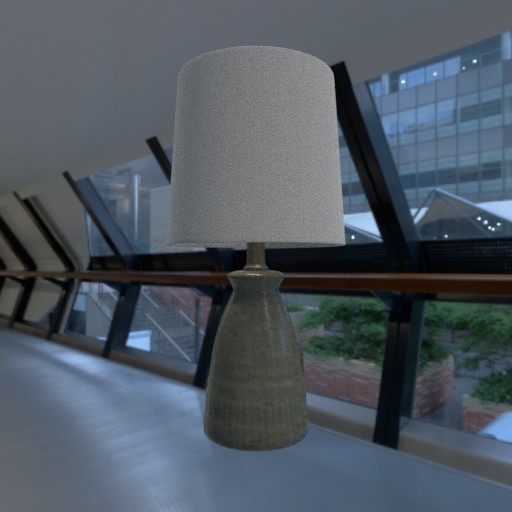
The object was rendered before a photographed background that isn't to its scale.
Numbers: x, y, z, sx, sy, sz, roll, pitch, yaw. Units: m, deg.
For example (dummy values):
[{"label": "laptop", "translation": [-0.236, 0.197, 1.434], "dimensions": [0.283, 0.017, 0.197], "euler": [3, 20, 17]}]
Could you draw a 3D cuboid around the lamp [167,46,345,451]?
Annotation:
[{"label": "lamp", "translation": [0.000, 0.000, 0.471], "dimensions": [0.186, 0.369, 0.186], "euler": [0, 0, 0]}]
